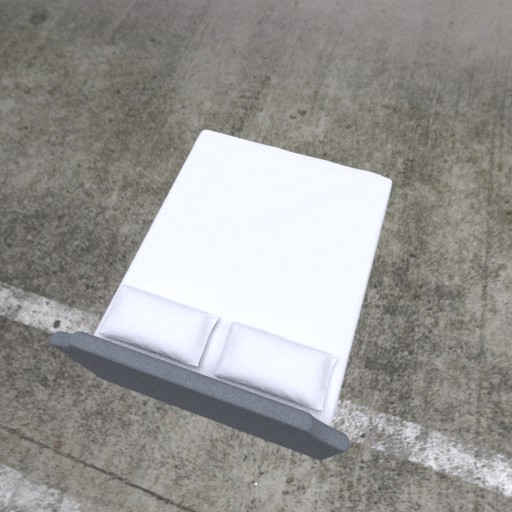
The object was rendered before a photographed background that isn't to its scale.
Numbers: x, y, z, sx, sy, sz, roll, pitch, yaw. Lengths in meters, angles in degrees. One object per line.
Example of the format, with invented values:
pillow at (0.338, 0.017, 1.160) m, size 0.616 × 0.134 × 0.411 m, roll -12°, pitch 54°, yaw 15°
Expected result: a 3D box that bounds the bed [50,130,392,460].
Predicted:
bed at (0.000, 0.000, 3.287) m, size 1.811 × 1.296 × 2.259 m, roll 17°, pitch 64°, yaw 9°
